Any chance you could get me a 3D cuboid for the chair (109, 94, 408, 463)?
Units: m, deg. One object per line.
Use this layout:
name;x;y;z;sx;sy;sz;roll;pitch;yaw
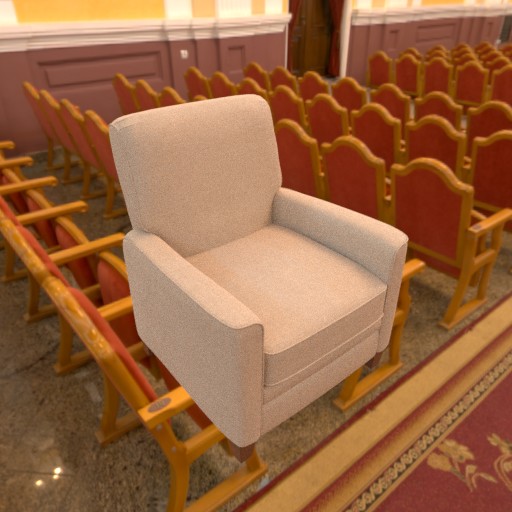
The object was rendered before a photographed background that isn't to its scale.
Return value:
chair;0.000;0.000;1.699;0.841;1.023;0.858;-23;38;-33
